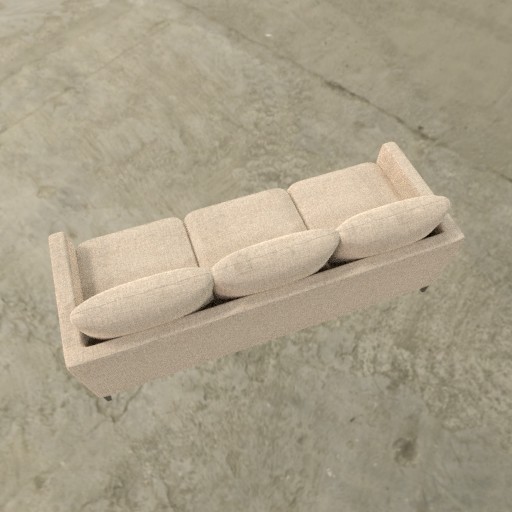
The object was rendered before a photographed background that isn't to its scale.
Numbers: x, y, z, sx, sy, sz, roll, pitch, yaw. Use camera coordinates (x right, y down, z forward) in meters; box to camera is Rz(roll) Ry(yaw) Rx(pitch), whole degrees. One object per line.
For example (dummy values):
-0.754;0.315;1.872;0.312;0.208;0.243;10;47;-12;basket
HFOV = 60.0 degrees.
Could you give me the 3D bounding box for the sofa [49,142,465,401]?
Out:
0.000;0.000;2.685;2.218;0.874;0.859;-17;59;-10;sofa
